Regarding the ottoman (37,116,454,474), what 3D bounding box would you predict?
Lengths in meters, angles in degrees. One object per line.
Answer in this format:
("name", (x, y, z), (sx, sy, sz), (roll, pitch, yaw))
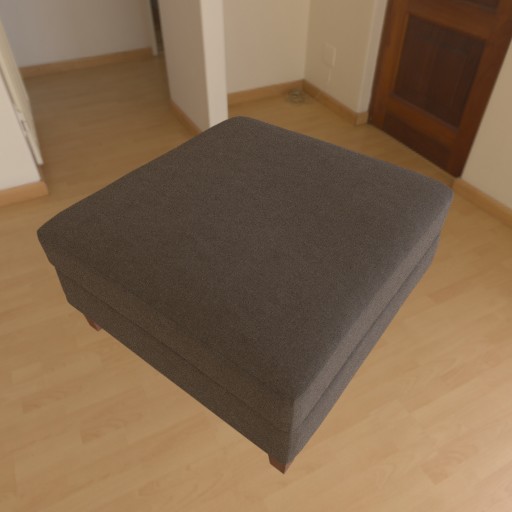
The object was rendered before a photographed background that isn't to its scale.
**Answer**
("ottoman", (0.000, 0.000, 1.367), (0.861, 0.482, 0.881), (27, 49, 27))
